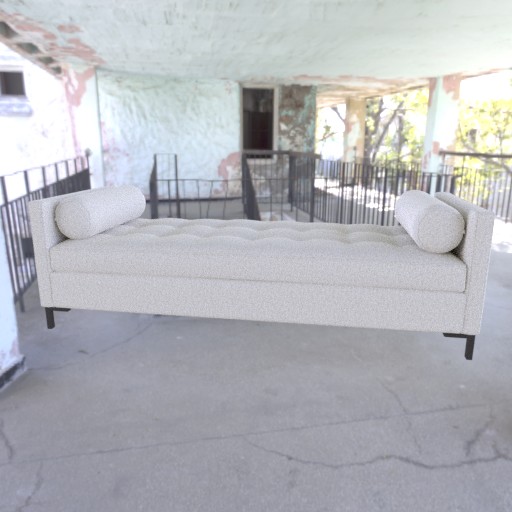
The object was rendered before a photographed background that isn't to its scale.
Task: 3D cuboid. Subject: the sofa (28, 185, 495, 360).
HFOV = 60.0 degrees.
[{"bbox_3d":[0.000,0.000,2.256,1.985,0.641,0.746,2,15,9],"label":"sofa"}]
